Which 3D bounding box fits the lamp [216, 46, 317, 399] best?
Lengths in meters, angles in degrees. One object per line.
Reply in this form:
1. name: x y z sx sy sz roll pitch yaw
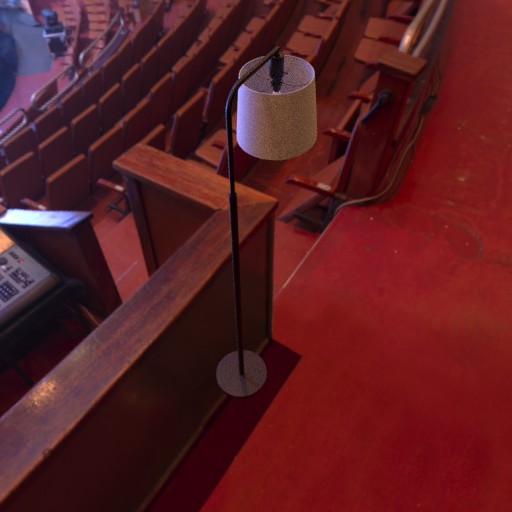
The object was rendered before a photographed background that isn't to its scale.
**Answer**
1. lamp: 0.000 0.000 1.683 0.254 1.478 0.508 25 52 21
